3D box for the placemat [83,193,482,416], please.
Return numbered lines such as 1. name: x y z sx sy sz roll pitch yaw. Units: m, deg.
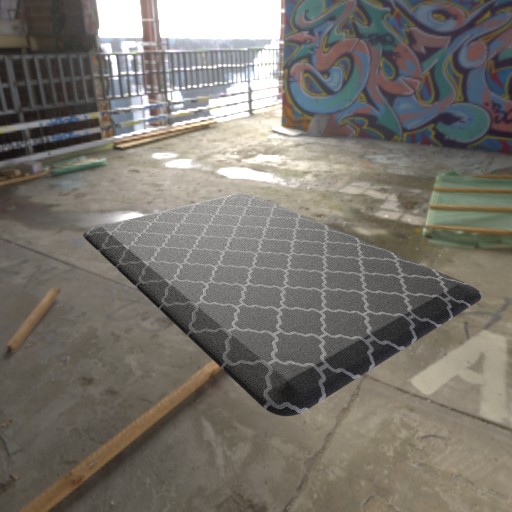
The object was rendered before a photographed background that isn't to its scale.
1. placemat: 0.000 0.000 0.950 0.508 0.021 0.762 -19 32 -33
